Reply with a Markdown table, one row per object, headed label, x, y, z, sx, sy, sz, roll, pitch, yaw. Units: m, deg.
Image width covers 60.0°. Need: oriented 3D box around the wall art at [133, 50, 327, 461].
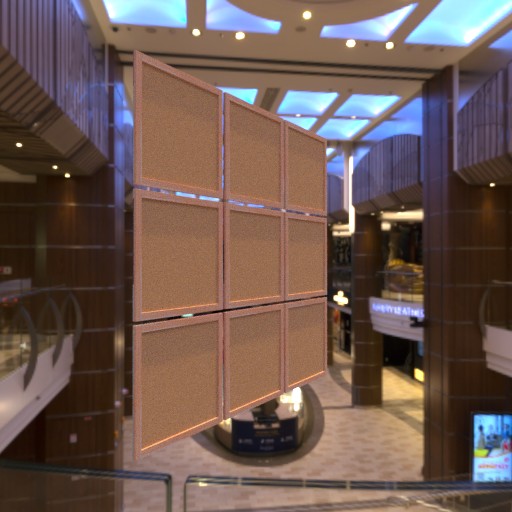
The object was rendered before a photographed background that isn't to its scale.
| label | x | y | z | sx | sy | sz | roll | pitch | yaw |
| --- | --- | --- | --- | --- | --- | --- | --- | --- | --- |
| wall art | 0.000 | 0.000 | 1.806 | 0.013 | 1.220 | 1.216 | 0 | 0 | 37 |
